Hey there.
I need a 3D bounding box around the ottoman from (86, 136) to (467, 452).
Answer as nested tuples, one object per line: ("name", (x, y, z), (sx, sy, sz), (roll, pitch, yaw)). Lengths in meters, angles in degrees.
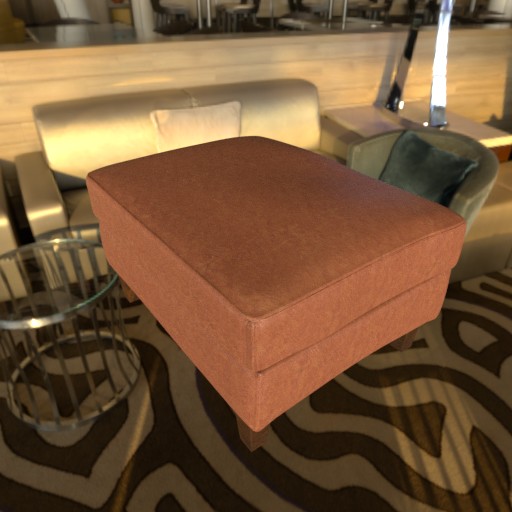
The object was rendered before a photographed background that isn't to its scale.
("ottoman", (0.000, 0.000, 1.256), (0.650, 0.485, 0.851), (-21, 38, -30))
